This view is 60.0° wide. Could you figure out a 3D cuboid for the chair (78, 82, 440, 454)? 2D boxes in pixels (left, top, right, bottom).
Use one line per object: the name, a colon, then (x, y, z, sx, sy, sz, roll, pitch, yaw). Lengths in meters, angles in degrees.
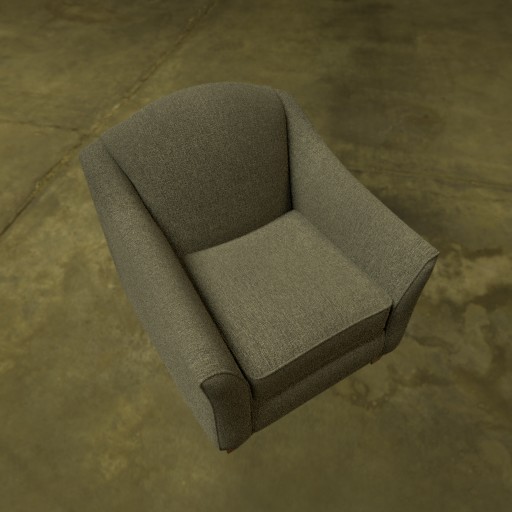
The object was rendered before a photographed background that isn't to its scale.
chair: (0.000, 0.000, 1.411, 0.763, 0.839, 0.787, -24, 50, -22)
